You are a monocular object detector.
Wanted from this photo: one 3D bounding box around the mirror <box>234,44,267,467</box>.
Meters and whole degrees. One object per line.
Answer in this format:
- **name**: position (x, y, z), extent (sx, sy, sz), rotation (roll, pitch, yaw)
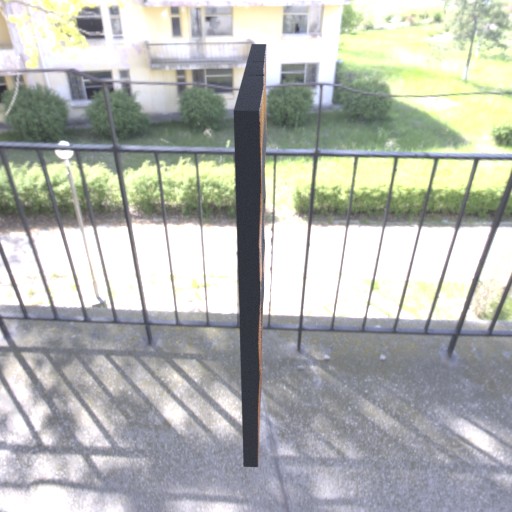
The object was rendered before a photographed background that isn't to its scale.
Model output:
- **mirror**: position (0.000, 0.000, 1.147), extent (0.044, 0.912, 0.606), rotation (1, 34, 2)
